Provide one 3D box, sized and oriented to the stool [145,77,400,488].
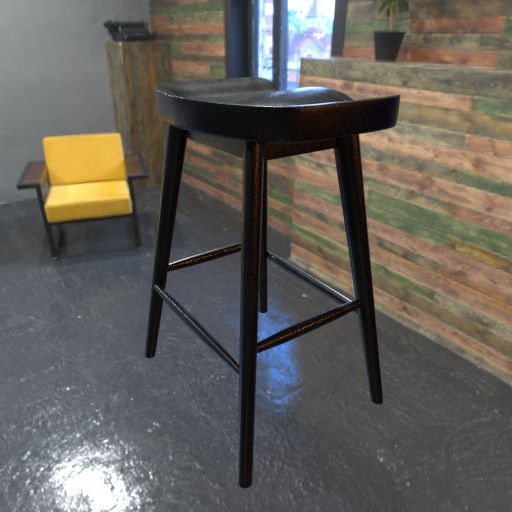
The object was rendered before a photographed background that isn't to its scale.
[{"bbox_3d":[0.000,0.000,0.867,0.361,0.615,0.440,-17,31,-31],"label":"stool"}]
